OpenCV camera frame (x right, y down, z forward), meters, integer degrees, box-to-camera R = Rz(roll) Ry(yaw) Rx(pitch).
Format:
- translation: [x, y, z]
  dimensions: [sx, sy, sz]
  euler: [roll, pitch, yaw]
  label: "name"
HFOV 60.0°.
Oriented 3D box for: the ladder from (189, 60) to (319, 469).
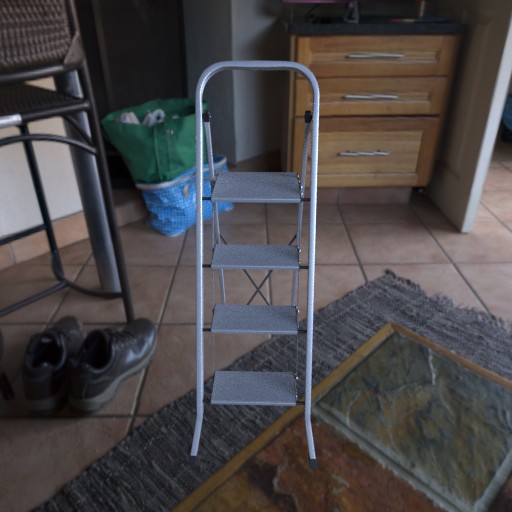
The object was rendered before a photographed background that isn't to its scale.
- translation: [0.000, 0.000, 1.638]
  dimensions: [0.465, 1.290, 0.830]
  euler: [1, 30, 1]
  label: "ladder"
